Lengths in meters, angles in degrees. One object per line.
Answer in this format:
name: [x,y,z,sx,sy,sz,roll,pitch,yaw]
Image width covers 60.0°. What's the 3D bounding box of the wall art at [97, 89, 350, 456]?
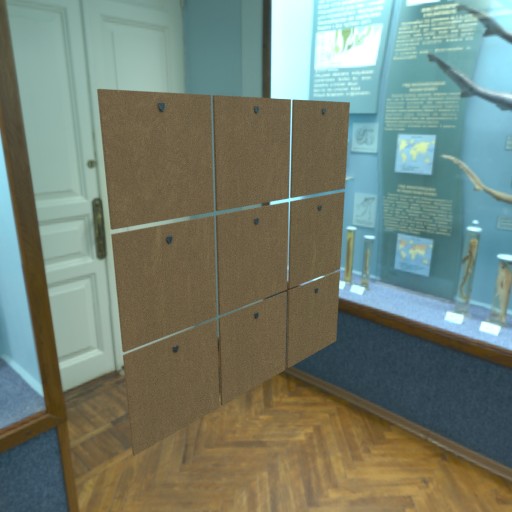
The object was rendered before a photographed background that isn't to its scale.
wall art: [0.000,0.000,2.256,1.526,1.522,0.023,-16,23,-43]
